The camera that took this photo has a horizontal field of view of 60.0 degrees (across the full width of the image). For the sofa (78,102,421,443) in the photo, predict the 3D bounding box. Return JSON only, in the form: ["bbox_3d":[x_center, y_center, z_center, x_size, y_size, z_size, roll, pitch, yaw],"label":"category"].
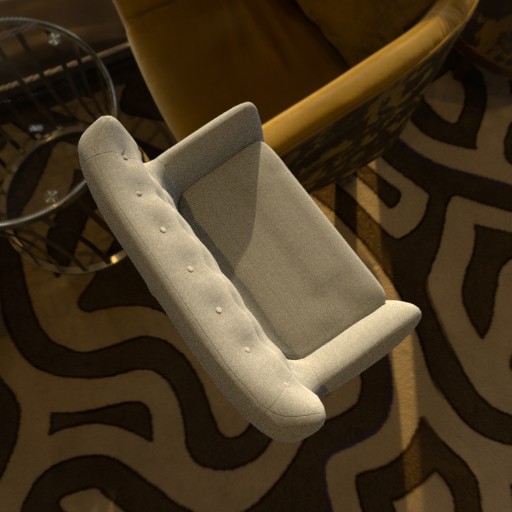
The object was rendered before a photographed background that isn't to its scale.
[{"bbox_3d":[0.000,0.000,2.030,0.884,1.028,1.386,-35,78,-8],"label":"sofa"}]
